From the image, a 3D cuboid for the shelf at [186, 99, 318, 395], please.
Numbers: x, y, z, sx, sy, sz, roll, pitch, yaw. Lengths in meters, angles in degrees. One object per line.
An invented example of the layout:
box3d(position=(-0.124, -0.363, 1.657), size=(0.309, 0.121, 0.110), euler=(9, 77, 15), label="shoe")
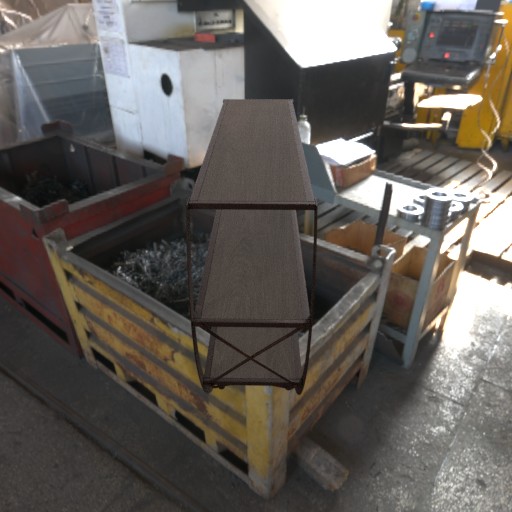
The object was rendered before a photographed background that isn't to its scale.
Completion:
box3d(position=(0.000, 0.000, 1.943), size=(0.344, 1.063, 1.403), euler=(1, 32, 1), label="shelf")
